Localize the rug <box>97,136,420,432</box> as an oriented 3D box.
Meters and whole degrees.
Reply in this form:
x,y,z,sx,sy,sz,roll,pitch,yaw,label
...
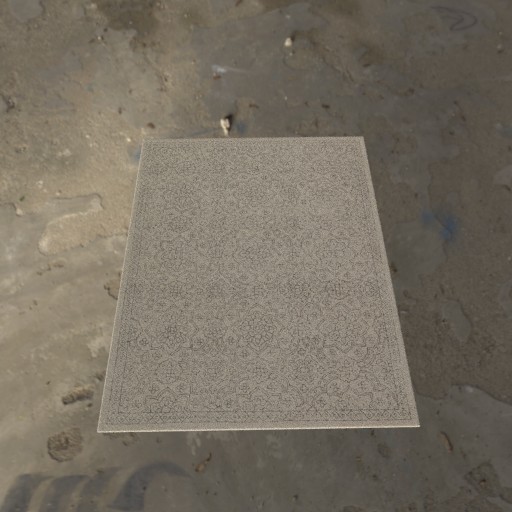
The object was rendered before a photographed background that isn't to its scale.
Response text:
x,y,z,sx,sy,sz,roll,pitch,yaw,label
0.000,0.000,4.126,2.441,0.015,3.050,-1,59,0,rug
